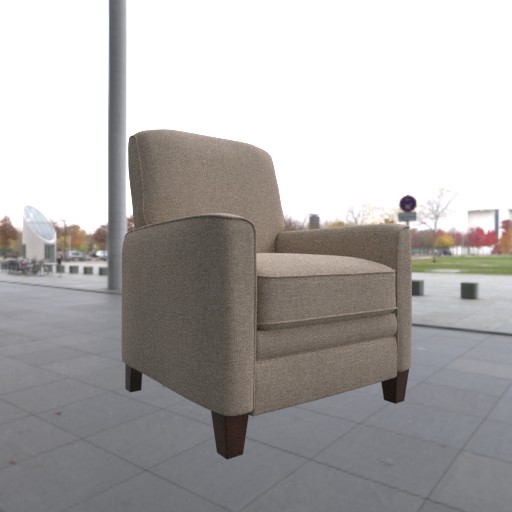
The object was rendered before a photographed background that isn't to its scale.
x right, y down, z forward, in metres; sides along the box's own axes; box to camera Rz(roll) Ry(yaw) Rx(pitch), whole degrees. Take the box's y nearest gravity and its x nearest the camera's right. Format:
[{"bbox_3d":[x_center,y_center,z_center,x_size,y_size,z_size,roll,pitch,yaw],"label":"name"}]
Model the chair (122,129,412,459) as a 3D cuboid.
[{"bbox_3d":[0.000,0.000,1.646,0.841,1.028,0.858,0,1,-37],"label":"chair"}]
